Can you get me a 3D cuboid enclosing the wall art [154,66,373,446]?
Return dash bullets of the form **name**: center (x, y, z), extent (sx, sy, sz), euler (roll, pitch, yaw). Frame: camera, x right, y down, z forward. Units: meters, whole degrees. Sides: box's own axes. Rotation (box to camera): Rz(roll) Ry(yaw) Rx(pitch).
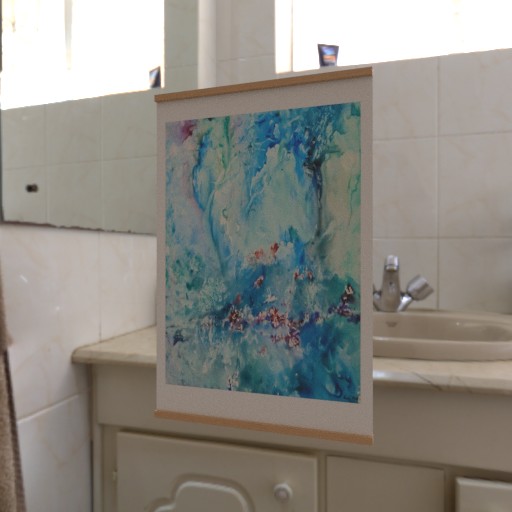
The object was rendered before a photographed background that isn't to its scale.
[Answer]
- **wall art**: center (0.000, 0.000, 0.656), extent (0.335, 0.510, 0.013), euler (0, 0, 18)
